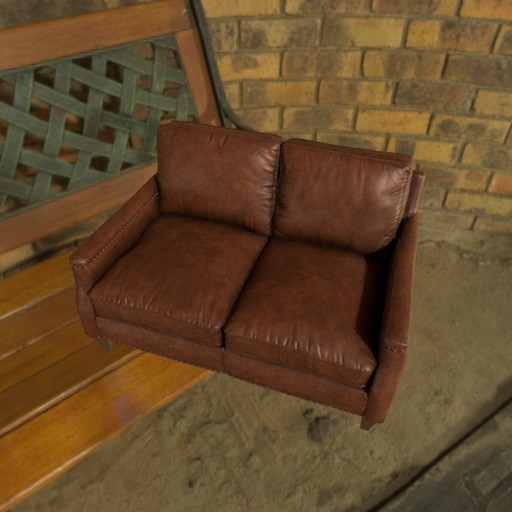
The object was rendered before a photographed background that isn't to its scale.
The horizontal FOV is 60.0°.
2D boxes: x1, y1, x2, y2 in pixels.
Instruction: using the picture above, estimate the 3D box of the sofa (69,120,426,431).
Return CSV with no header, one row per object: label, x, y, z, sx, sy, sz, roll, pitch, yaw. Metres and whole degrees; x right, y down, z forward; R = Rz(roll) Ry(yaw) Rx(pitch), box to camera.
sofa,0.000,0.000,2.335,1.628,1.003,1.083,13,43,14
